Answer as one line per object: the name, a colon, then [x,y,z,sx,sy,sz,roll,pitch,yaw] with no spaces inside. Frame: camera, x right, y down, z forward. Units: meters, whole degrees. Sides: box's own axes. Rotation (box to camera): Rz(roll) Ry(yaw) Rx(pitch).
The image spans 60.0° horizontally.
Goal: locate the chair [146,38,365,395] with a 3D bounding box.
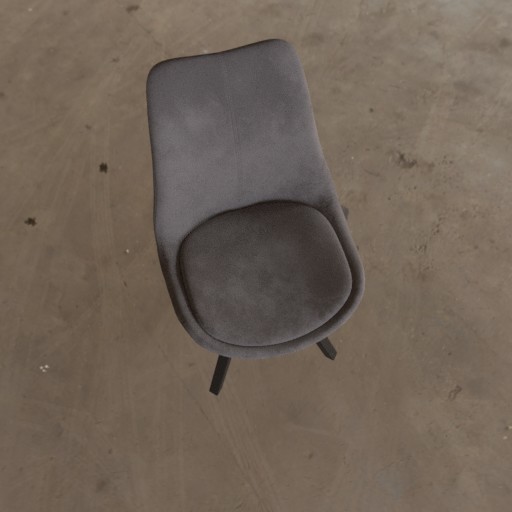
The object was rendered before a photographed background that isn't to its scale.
chair: [0.000,0.000,1.155,0.476,0.850,0.550,-15,63,-8]
